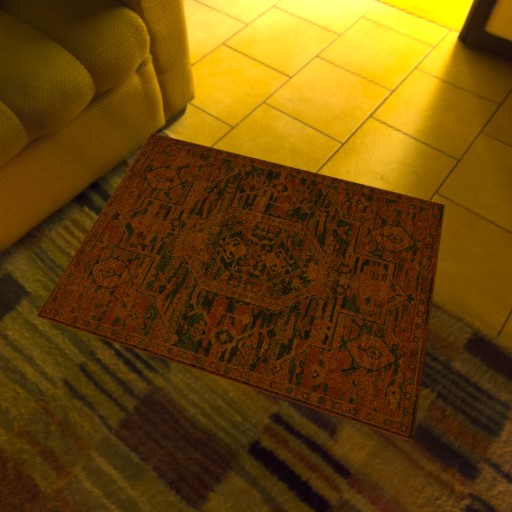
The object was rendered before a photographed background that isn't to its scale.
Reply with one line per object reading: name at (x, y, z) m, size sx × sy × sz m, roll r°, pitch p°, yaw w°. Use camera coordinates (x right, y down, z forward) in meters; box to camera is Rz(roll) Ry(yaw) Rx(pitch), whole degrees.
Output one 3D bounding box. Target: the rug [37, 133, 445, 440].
rug at (0.000, 0.000, 2.819) m, size 2.204 × 0.024 × 1.588 m, roll 16°, pitch 60°, yaw 9°
